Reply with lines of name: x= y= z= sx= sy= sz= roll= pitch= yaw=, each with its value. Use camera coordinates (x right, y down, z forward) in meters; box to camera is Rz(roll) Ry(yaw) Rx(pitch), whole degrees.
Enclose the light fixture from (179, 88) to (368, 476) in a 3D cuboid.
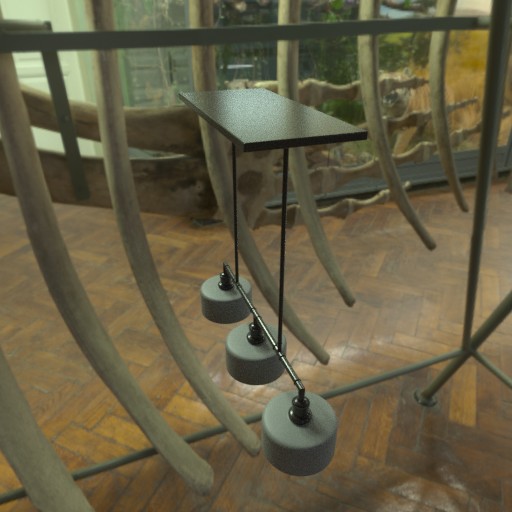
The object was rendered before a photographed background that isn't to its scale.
light fixture: x=0.000 y=0.000 z=0.866 sx=0.177 sy=0.557 sz=0.582 roll=-10 pitch=31 yaw=-18
